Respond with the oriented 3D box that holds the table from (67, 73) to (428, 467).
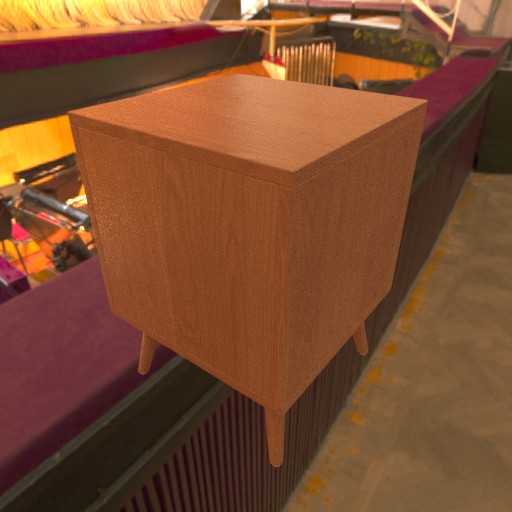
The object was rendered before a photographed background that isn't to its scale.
[{"bbox_3d":[0.000,0.000,0.833,0.400,0.550,0.400,22,38,31],"label":"table"}]
